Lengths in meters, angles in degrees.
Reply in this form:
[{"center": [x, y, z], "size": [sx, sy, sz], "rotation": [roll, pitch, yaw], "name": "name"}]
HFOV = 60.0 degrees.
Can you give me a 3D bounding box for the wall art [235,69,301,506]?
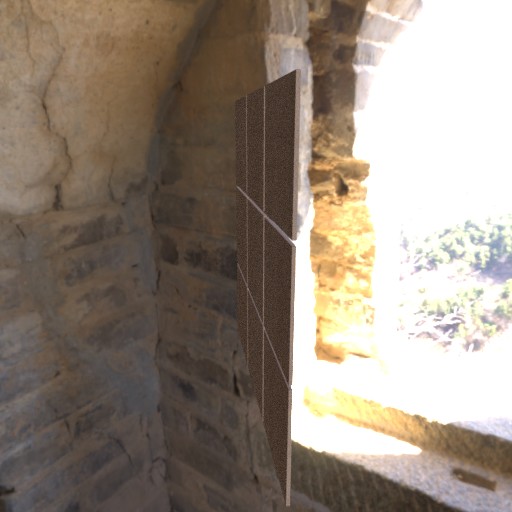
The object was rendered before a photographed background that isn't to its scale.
[{"center": [0.000, 0.000, 1.742], "size": [0.013, 1.218, 1.219], "rotation": [-3, 16, -9], "name": "wall art"}]
